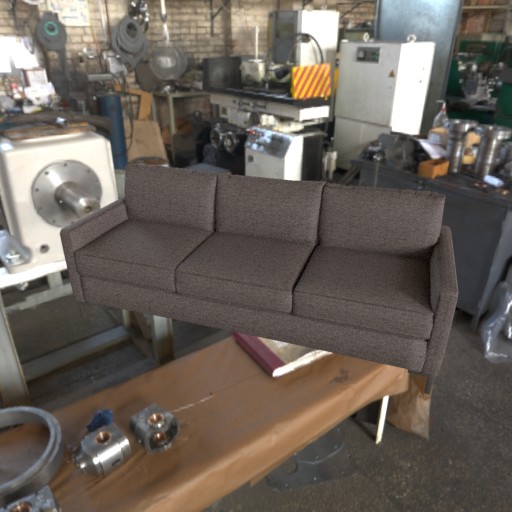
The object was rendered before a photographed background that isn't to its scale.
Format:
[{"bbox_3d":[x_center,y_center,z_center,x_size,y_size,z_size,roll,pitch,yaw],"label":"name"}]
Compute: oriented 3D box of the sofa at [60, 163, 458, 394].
[{"bbox_3d":[0.000,0.000,2.754,2.253,0.882,0.876,9,28,17],"label":"sofa"}]
